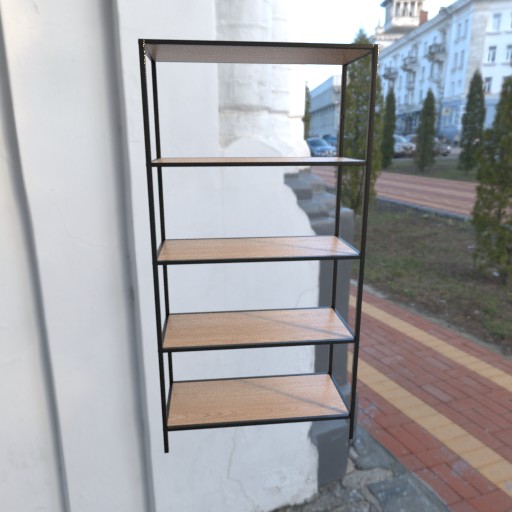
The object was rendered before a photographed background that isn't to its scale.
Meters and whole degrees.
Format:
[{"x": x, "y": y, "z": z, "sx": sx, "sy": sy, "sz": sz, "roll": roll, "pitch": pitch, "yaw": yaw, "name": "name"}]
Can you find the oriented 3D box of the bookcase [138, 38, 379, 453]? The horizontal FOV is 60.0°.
[{"x": 0.000, "y": 0.000, "z": 1.766, "sx": 0.770, "sy": 1.500, "sz": 0.350, "roll": -2, "pitch": 15, "yaw": -6, "name": "bookcase"}]
